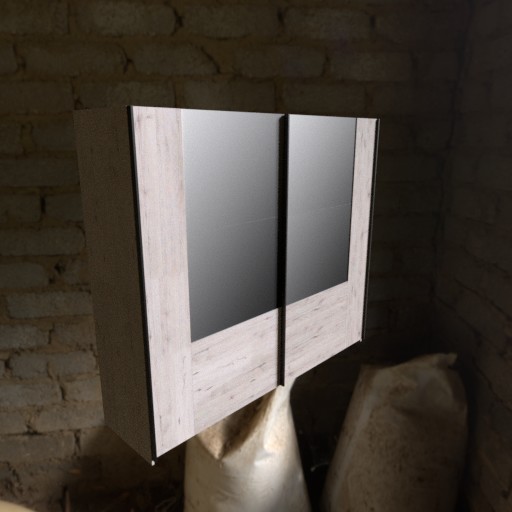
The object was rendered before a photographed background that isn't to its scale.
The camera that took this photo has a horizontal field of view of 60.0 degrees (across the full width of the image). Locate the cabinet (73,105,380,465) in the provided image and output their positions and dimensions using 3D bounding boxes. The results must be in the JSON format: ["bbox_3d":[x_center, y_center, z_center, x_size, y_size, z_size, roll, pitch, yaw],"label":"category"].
[{"bbox_3d":[0.000,0.000,3.607,0.660,2.180,2.500,14,21,42],"label":"cabinet"}]
